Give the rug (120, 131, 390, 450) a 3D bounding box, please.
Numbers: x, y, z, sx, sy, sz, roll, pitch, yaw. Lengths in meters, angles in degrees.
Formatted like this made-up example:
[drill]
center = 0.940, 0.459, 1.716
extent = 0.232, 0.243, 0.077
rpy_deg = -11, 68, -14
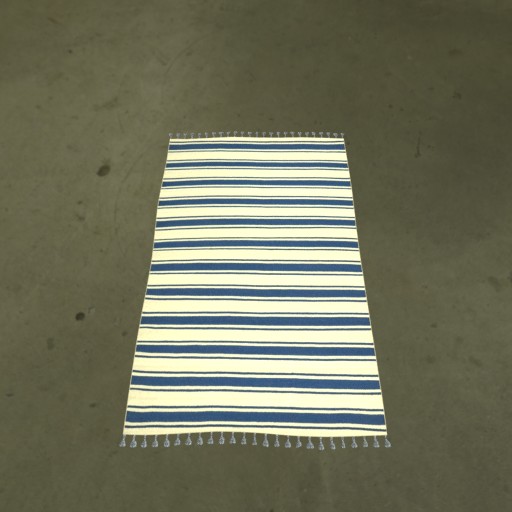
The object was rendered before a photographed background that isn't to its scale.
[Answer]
[rug]
center = 0.000, 0.000, 2.600
extent = 1.248, 0.009, 2.108
rpy_deg = 0, 57, 0
